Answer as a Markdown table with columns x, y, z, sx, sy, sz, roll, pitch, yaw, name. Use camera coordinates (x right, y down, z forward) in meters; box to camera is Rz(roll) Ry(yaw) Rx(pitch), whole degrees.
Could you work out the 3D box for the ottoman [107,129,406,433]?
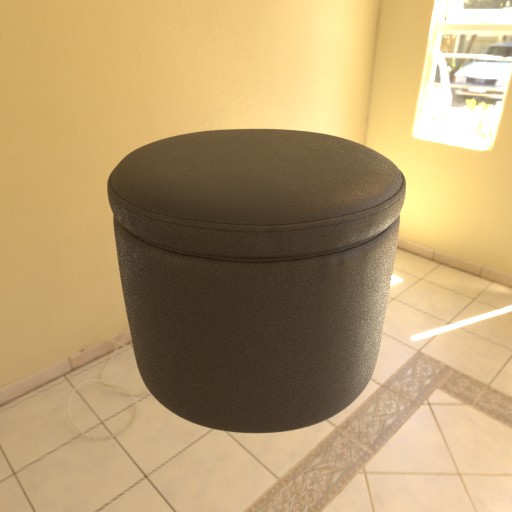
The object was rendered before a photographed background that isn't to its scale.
| x | y | z | sx | sy | sz | roll | pitch | yaw | name |
| --- | --- | --- | --- | --- | --- | --- | --- | --- | --- |
| 0.000 | 0.000 | 0.842 | 0.500 | 0.409 | 0.500 | 0 | 28 | 0 | ottoman |
